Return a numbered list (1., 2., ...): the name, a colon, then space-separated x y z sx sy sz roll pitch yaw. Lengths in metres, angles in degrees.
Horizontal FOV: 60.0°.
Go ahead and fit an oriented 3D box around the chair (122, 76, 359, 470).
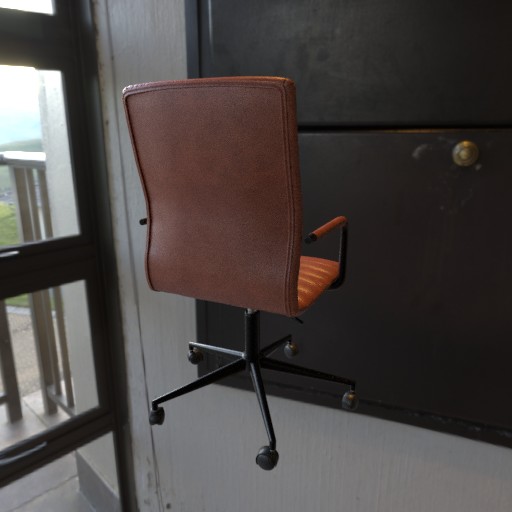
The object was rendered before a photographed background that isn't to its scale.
1. chair: 0.000 0.000 1.246 0.600 0.878 0.578 8 17 25
